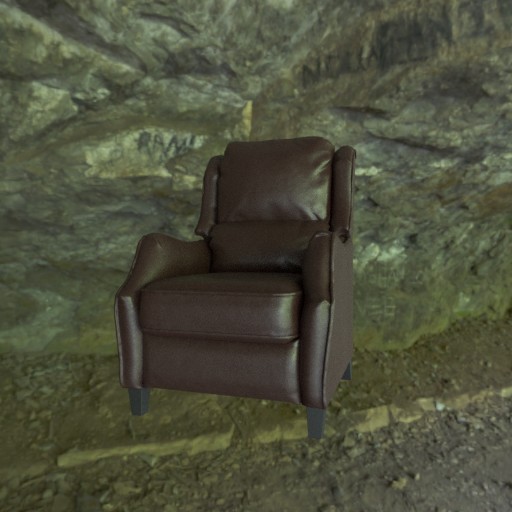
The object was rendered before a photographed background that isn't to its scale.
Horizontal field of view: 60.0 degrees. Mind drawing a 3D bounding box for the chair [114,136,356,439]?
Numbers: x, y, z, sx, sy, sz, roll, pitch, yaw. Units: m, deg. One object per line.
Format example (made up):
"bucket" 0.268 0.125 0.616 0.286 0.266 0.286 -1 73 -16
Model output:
"chair" 0.000 0.000 1.840 0.770 1.132 0.982 0 0 18
